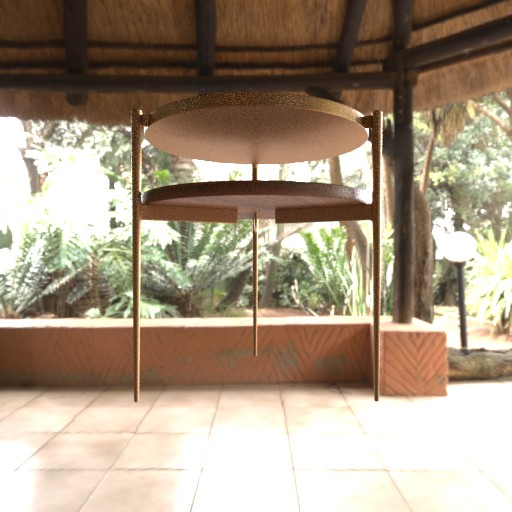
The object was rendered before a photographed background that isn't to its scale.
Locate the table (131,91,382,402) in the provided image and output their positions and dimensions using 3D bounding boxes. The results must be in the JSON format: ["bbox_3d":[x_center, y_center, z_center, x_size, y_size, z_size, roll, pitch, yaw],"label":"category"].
[{"bbox_3d":[0.000,0.000,0.874,0.430,0.493,0.456,0,0,0],"label":"table"}]
